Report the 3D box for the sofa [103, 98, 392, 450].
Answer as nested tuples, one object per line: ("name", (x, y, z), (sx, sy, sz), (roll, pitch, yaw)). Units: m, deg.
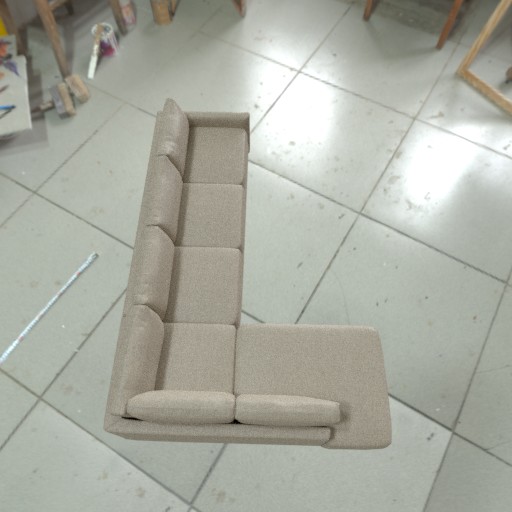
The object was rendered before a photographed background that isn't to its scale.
("sofa", (0.000, 0.000, 3.077), (1.617, 0.703, 2.423), (1, 63, 1))
